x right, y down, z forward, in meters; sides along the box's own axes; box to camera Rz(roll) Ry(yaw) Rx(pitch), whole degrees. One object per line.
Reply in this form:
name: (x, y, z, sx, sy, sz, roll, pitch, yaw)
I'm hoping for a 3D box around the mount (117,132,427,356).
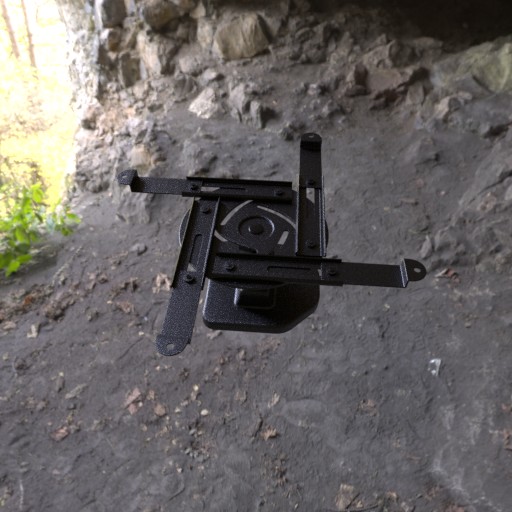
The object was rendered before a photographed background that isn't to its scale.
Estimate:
mount: (0.000, 0.000, 0.605, 0.394, 0.141, 0.394, 3, 48, 3)
